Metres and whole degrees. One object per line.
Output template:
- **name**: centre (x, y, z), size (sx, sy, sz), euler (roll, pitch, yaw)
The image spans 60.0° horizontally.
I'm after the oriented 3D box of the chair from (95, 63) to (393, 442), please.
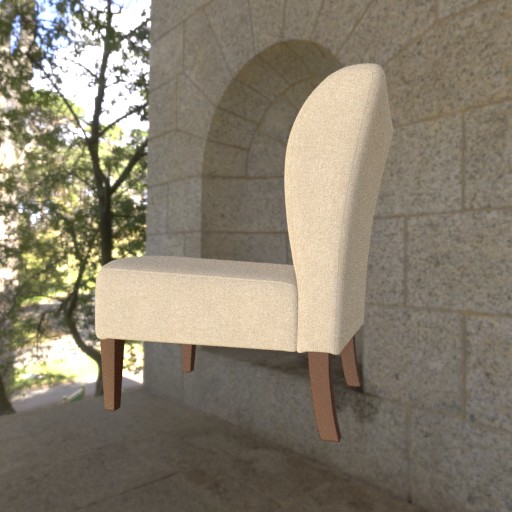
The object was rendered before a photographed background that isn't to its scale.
- **chair**: centre (0.000, 0.000, 1.296), size (0.754, 0.833, 0.521), euler (0, -1, 19)
